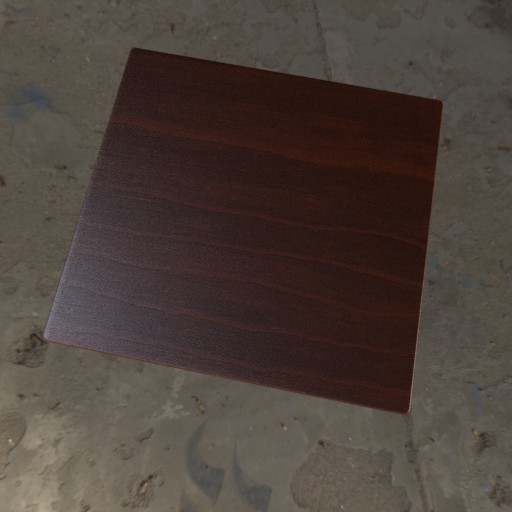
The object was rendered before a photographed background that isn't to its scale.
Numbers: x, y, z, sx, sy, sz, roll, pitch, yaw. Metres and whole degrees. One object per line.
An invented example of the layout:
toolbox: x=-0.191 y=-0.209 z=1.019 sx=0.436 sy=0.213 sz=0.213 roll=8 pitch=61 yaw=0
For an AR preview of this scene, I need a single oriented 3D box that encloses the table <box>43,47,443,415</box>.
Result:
table: x=0.000 y=0.000 z=0.954 sx=0.533 sy=0.567 sz=0.500 roll=11 pitch=76 yaw=3
